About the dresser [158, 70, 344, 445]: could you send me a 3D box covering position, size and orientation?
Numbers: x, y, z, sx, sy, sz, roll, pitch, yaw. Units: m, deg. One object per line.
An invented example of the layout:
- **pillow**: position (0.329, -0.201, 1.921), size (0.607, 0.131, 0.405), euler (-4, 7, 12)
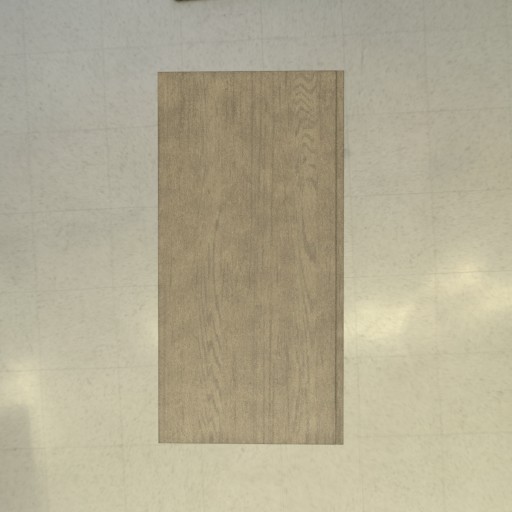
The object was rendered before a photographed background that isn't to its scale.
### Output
- **dresser**: position (0.000, 0.000, 1.794), size (0.483, 1.295, 0.967), euler (0, 91, 1)
